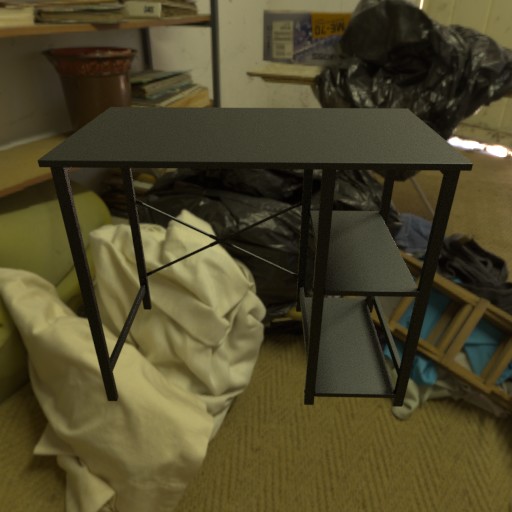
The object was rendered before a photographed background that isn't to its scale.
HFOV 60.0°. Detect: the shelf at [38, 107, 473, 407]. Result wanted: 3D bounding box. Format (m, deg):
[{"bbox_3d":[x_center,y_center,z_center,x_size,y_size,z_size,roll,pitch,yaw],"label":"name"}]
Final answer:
[{"bbox_3d":[0.000,0.000,1.321,0.902,0.749,0.498,1,31,1],"label":"shelf"}]
